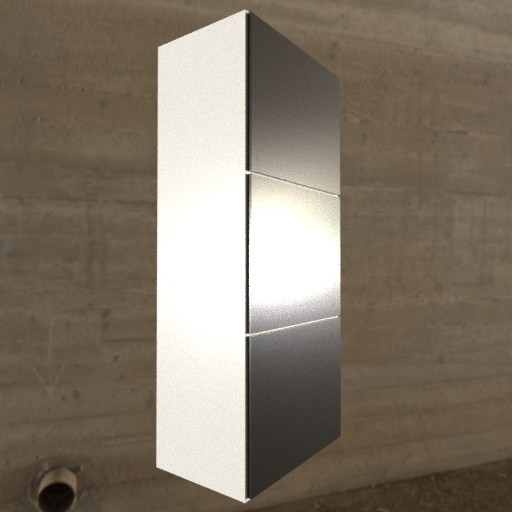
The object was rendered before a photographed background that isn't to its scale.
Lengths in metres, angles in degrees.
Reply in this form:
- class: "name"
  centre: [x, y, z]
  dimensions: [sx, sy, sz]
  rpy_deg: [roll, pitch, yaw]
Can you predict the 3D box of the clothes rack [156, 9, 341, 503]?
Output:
- class: "clothes rack"
  centre: [0.000, 0.000, 1.358]
  dimensions: [0.330, 1.187, 0.500]
  rpy_deg: [-1, -1, 36]
